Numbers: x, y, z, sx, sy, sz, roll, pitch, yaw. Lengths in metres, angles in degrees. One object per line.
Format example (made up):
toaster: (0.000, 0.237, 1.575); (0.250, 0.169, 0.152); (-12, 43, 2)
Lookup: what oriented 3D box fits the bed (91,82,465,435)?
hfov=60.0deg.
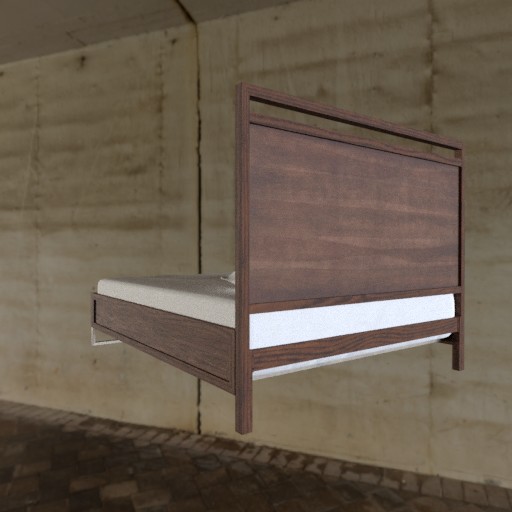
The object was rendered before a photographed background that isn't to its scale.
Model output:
bed: (0.000, 0.000, 3.277); (1.765, 1.487, 2.218); (0, 1, -36)
